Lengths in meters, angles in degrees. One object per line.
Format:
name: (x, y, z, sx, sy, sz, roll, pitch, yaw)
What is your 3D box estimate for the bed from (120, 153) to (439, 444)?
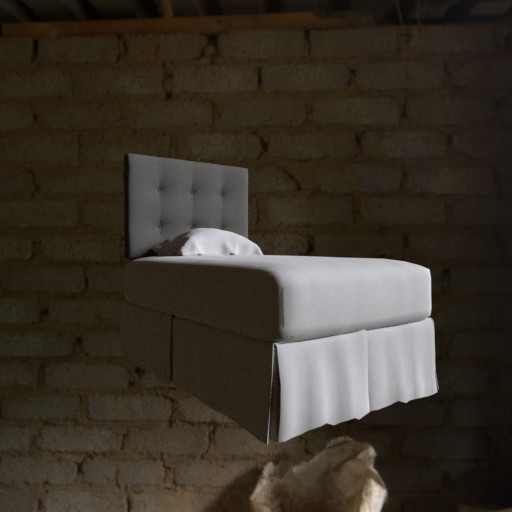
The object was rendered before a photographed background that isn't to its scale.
bed: (0.000, 0.000, 2.994, 1.261, 1.571, 1.997, -1, 1, -36)
